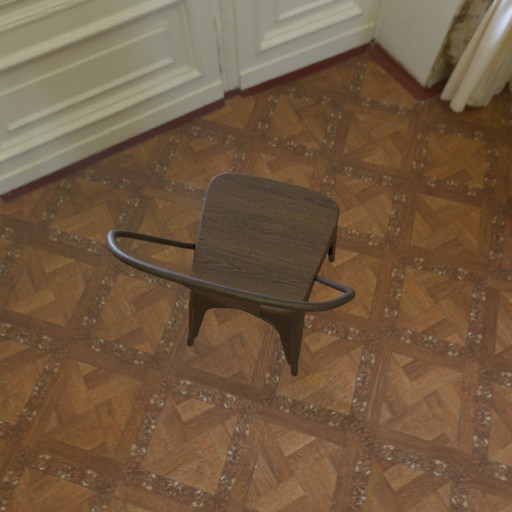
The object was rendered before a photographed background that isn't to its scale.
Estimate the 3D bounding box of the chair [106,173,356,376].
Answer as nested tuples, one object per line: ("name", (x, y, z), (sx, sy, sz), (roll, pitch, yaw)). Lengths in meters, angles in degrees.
("chair", (0.000, 0.000, 1.151), (0.451, 0.844, 0.532), (14, 65, 7))
